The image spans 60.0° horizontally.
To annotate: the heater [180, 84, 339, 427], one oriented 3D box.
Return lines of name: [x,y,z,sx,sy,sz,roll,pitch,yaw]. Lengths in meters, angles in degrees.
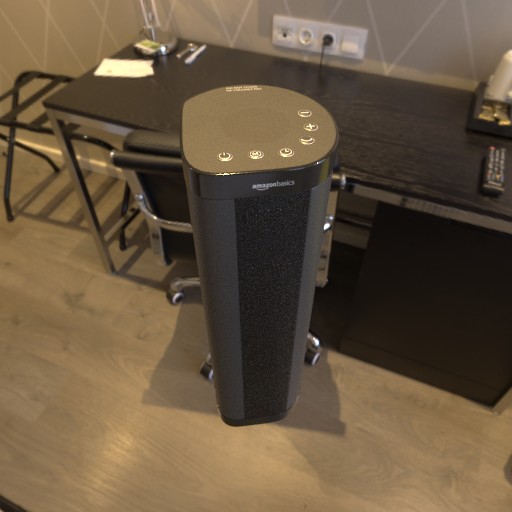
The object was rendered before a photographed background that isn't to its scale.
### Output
heater: [0.000,0.000,0.703,0.174,0.552,0.312,-5,47,-5]
